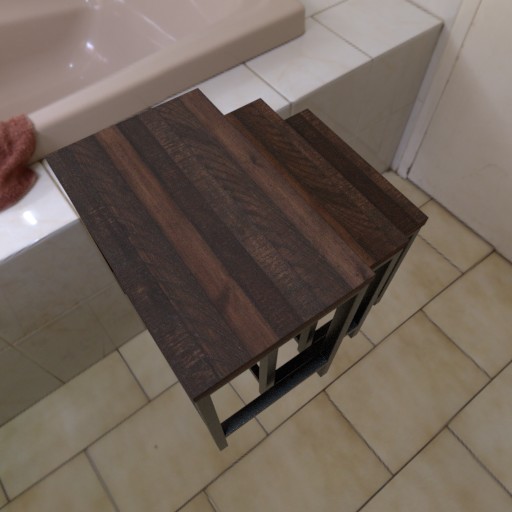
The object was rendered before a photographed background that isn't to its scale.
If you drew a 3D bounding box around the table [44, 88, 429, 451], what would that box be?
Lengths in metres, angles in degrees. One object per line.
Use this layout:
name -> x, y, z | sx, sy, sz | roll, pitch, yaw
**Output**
table -> 0.000, 0.000, 1.160 | 0.660, 0.616, 0.608 | -31, 64, -17
